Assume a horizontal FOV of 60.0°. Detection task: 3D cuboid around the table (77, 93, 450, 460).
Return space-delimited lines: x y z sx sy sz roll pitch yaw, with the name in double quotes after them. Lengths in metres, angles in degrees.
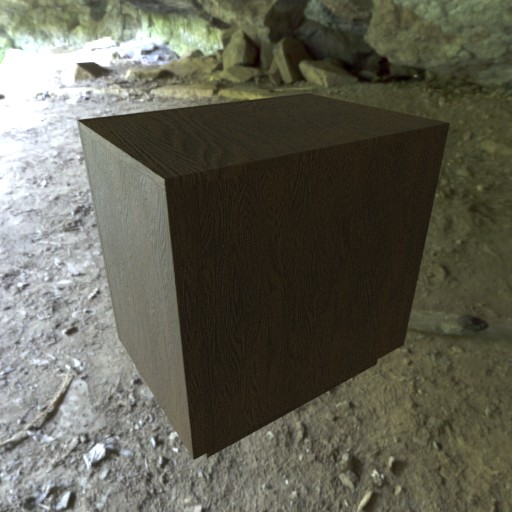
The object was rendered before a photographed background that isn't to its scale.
0.000 0.000 0.973 0.560 0.585 0.439 -18 34 -29 "table"
